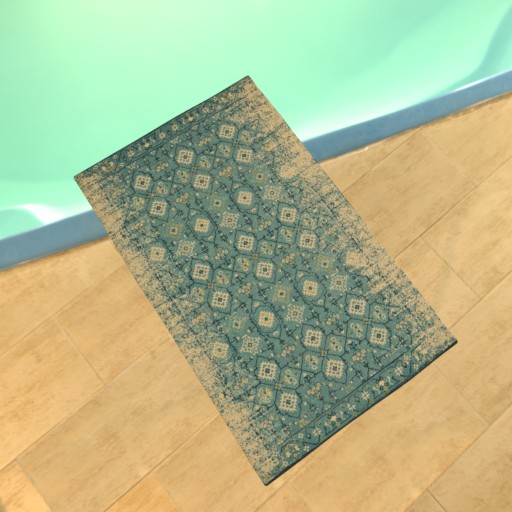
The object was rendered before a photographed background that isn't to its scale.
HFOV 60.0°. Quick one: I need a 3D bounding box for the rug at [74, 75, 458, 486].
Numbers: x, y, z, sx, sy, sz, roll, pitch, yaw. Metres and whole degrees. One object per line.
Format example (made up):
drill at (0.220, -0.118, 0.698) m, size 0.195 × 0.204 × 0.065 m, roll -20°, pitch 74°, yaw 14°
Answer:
rug at (0.000, 0.000, 3.024) m, size 1.530 × 0.015 × 2.449 m, roll -33°, pitch 77°, yaw -8°
